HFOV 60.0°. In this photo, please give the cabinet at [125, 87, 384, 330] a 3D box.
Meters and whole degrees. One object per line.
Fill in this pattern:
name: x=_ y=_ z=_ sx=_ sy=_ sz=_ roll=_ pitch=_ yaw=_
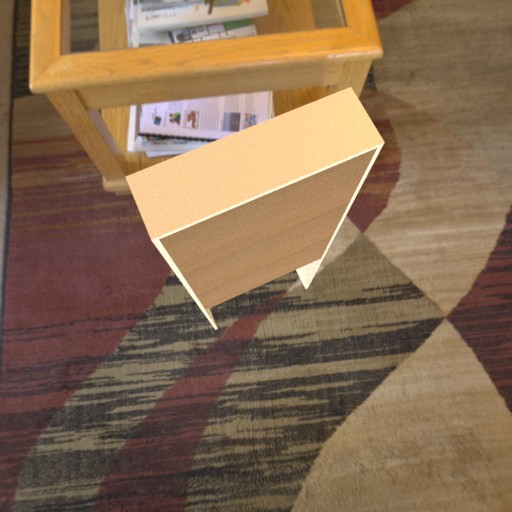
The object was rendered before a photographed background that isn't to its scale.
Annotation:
cabinet: x=0.000 y=0.000 z=1.981 sx=0.643 sy=1.770 sz=0.192 roll=-24 pitch=75 yaw=-7
